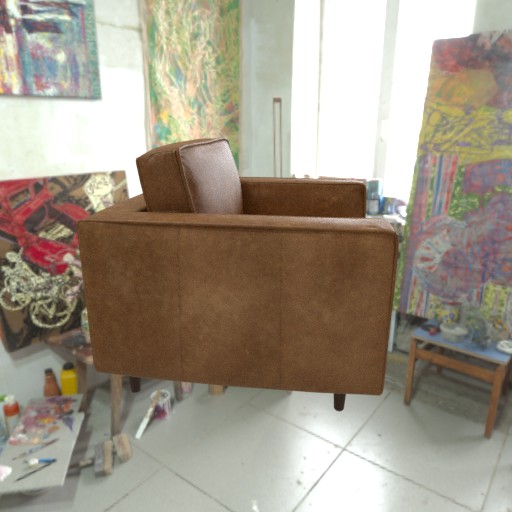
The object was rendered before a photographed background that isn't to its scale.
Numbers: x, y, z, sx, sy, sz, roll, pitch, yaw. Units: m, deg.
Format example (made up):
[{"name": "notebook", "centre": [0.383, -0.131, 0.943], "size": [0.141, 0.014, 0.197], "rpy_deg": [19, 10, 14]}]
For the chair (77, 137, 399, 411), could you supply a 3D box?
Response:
[{"name": "chair", "centre": [0.000, 0.000, 1.519], "size": [0.798, 0.767, 0.928], "rpy_deg": [2, 17, 8]}]
